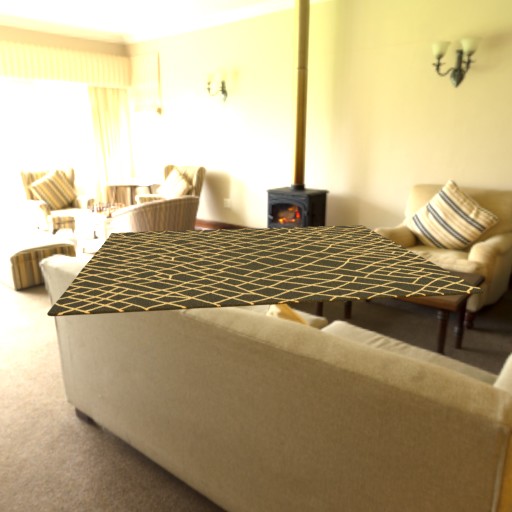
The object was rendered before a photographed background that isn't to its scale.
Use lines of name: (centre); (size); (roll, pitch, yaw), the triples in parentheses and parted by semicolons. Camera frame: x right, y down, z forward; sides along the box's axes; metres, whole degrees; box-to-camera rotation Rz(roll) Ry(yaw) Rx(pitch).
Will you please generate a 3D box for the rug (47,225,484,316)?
rug: (0.000, 0.000, 4.185); (3.047, 0.022, 2.439); (-2, 16, -8)
